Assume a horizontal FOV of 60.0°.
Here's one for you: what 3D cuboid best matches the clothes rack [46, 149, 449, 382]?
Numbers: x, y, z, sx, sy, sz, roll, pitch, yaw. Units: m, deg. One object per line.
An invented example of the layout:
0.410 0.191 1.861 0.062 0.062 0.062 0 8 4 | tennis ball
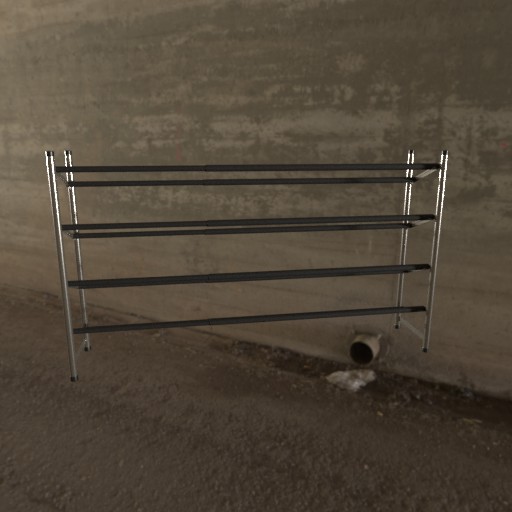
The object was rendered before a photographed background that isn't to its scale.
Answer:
0.000 0.000 1.447 1.168 0.672 0.229 -2 14 -9 | clothes rack
